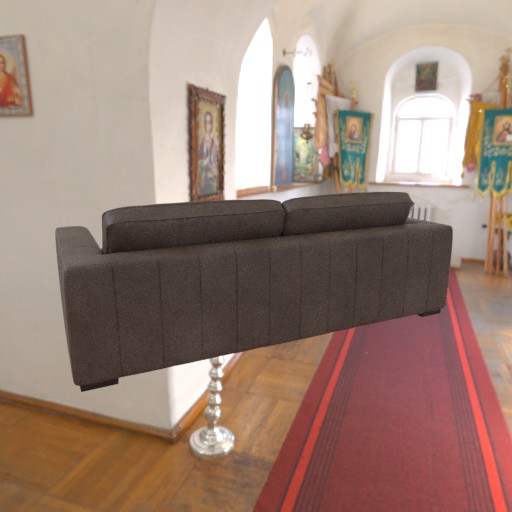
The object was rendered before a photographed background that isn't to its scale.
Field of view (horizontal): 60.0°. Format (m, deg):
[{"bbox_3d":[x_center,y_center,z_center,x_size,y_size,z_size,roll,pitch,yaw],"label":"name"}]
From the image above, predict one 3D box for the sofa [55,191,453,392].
[{"bbox_3d":[0.000,0.000,2.775,2.262,0.801,1.070,-7,15,-25],"label":"sofa"}]
